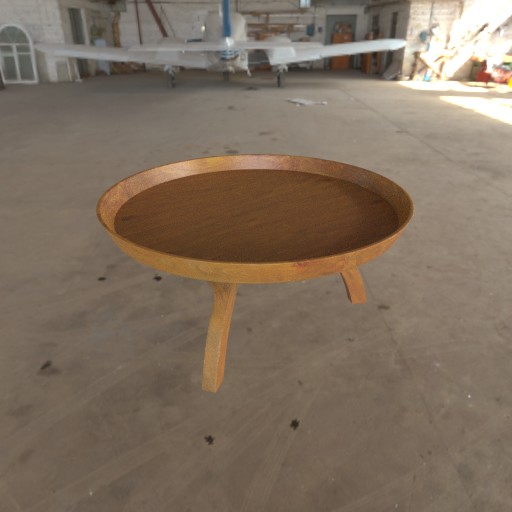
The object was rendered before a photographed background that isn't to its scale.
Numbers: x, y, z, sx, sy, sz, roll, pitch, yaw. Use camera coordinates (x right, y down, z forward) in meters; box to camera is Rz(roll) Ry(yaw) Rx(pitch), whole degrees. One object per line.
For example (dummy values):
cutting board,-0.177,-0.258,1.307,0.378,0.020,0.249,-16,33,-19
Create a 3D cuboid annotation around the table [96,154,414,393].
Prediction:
table,0.000,0.000,1.561,1.016,0.470,1.016,0,27,0
